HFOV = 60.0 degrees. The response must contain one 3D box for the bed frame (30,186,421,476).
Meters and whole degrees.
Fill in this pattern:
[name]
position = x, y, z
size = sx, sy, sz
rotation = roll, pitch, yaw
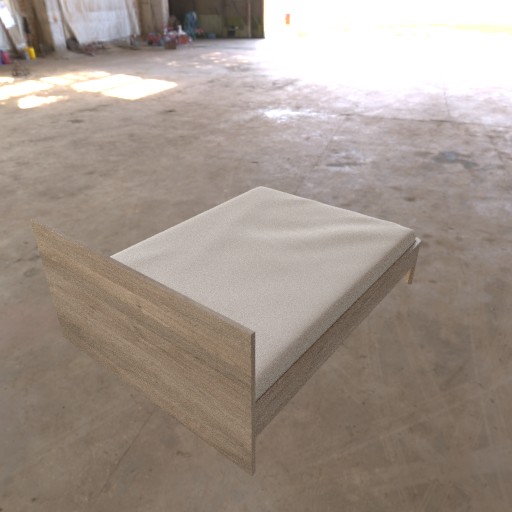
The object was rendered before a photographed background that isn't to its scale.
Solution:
[bed frame]
position = 0.000, 0.000, 2.797
size = 1.490, 0.800, 1.950
rotation = 22, 37, 32
